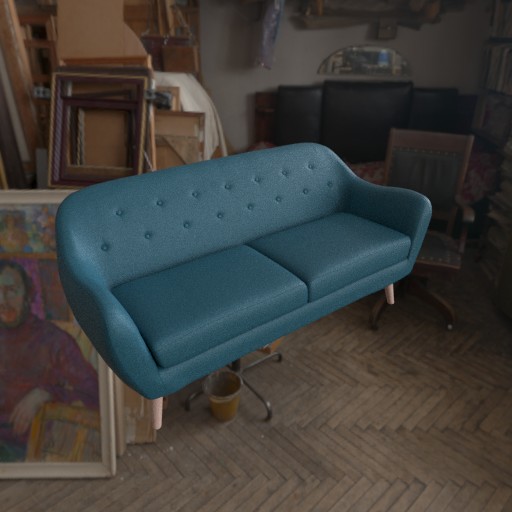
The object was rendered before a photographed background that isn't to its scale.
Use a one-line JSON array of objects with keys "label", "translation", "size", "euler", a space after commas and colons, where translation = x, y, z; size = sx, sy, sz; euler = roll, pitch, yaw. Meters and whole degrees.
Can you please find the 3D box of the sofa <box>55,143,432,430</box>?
[{"label": "sofa", "translation": [0.000, 0.000, 2.274], "size": [1.840, 0.836, 0.820], "euler": [-20, 34, -32]}]
